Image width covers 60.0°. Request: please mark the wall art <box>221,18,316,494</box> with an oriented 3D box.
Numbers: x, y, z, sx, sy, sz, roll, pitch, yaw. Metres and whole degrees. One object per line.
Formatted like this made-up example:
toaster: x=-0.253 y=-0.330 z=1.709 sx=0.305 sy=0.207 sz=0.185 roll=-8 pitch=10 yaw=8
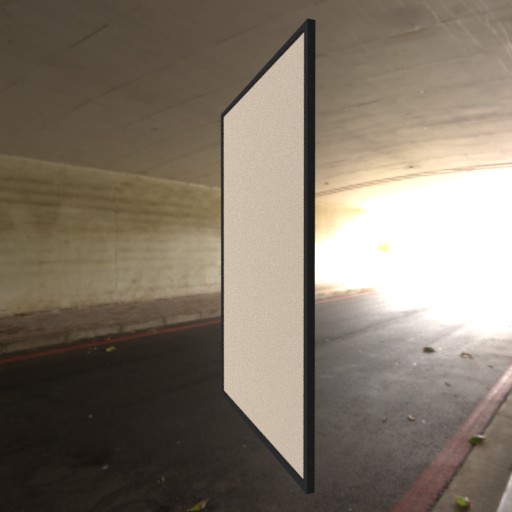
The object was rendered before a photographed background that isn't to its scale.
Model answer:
wall art: x=0.000 y=0.000 z=0.829 sx=0.013 sy=0.657 sz=0.457 roll=0 pitch=1 yaw=-20
